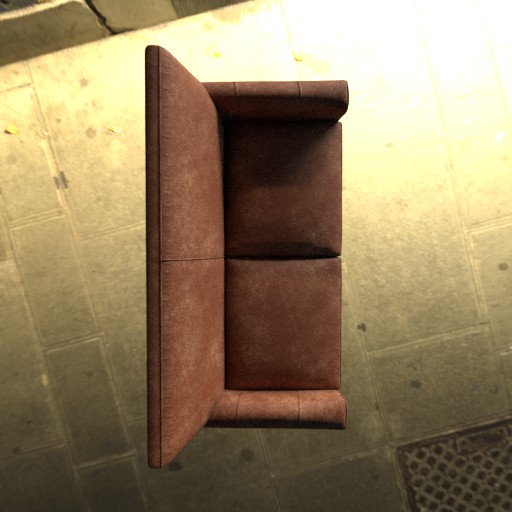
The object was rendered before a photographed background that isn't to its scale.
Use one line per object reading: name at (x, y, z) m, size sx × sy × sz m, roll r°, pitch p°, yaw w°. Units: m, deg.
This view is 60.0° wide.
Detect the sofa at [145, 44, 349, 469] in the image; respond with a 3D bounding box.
sofa at (0.000, 0.000, 1.975) m, size 0.787 × 0.871 × 1.473 m, roll 0°, pitch 92°, yaw -1°
